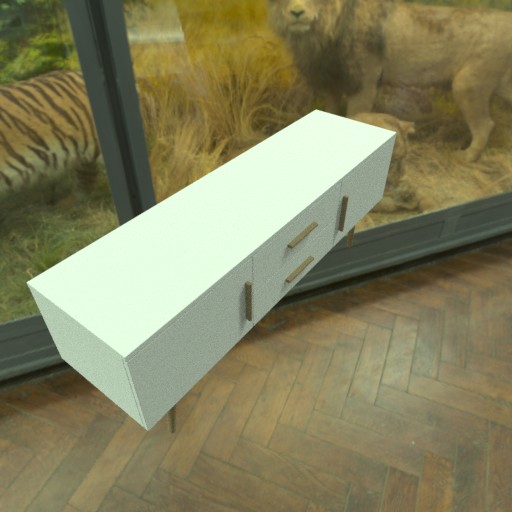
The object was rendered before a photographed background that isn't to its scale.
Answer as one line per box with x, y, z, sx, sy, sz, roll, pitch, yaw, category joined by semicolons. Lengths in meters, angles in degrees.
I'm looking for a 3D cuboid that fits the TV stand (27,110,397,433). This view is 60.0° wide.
0.000;0.000;1.638;0.401;0.560;1.398;26;47;28;TV stand
